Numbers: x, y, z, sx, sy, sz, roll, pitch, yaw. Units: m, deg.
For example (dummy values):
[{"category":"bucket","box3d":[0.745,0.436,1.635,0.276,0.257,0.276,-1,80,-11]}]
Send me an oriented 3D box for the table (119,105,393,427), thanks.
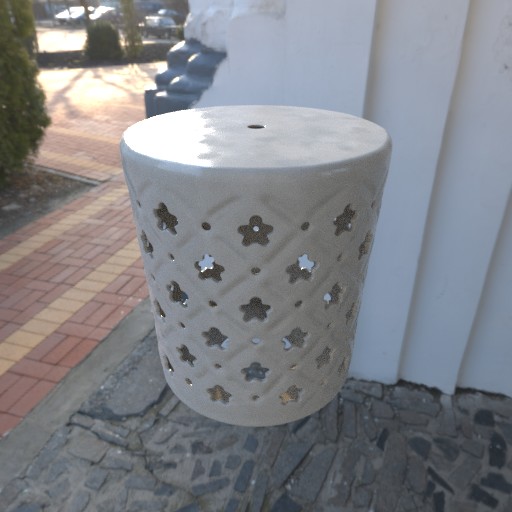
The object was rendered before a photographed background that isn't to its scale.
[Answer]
[{"category":"table","box3d":[0.000,0.000,0.673,0.352,0.387,0.352,0,29,0]}]
